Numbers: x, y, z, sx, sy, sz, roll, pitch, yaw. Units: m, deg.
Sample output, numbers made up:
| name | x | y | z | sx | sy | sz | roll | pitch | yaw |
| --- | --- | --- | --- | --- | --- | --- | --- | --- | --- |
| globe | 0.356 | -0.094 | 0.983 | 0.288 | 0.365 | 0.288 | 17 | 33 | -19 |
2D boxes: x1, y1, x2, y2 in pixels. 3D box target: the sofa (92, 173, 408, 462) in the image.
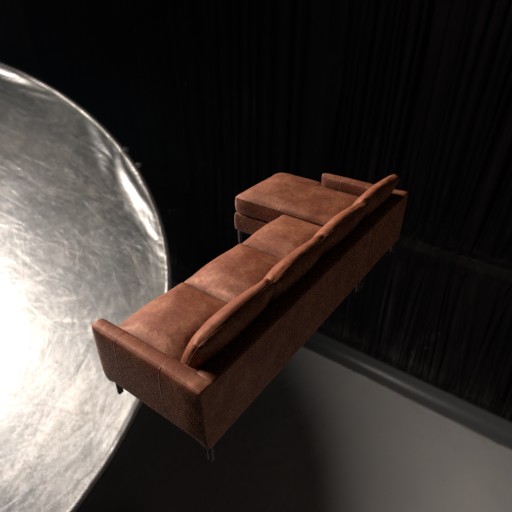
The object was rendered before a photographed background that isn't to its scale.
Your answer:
| name | x | y | z | sx | sy | sz | roll | pitch | yaw |
| --- | --- | --- | --- | --- | --- | --- | --- | --- | --- |
| sofa | 0.000 | 0.000 | 3.697 | 1.471 | 0.859 | 2.993 | 21 | 38 | 30 |
